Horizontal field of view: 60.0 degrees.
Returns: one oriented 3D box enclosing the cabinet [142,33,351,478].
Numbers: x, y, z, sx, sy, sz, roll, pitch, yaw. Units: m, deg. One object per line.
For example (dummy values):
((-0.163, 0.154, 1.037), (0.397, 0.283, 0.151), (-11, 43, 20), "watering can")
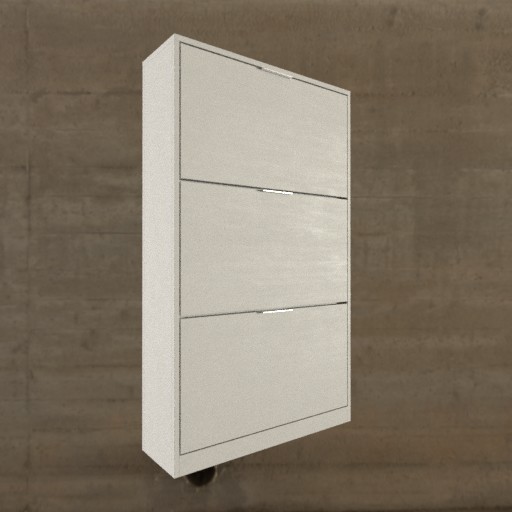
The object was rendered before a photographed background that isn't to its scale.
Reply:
((0.000, 0.000, 1.587), (0.750, 1.280, 0.250), (0, 0, -37), "cabinet")
